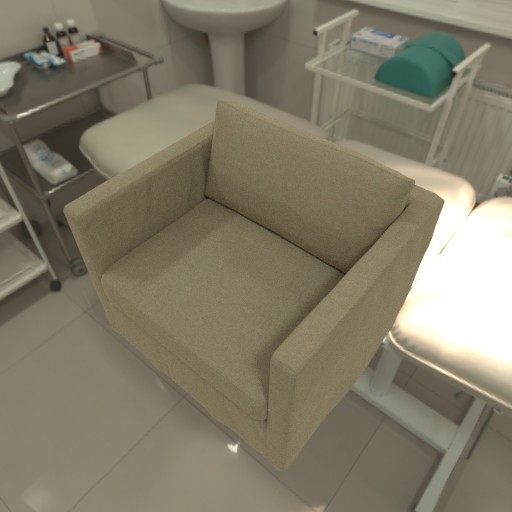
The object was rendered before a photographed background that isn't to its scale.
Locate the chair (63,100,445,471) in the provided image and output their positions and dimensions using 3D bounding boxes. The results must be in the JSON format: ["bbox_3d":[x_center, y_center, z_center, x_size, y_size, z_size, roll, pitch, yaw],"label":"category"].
[{"bbox_3d":[0.000,0.000,1.766,1.057,0.863,0.949,31,54,26],"label":"chair"}]
